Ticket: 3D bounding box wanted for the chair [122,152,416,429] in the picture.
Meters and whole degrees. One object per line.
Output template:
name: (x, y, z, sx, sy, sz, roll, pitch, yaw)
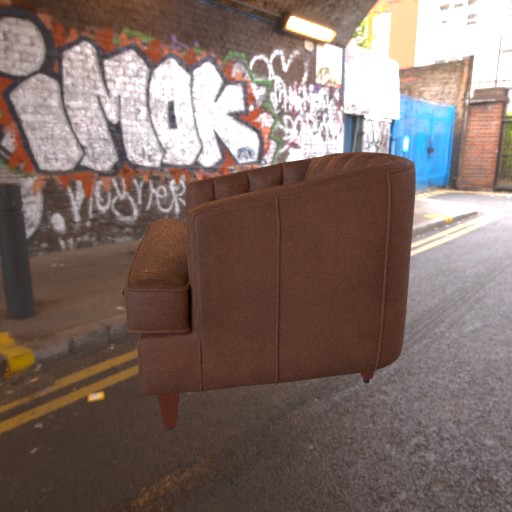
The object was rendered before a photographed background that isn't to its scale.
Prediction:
chair: (0.000, 0.000, 1.723, 0.914, 0.787, 1.118, -2, 13, -9)
